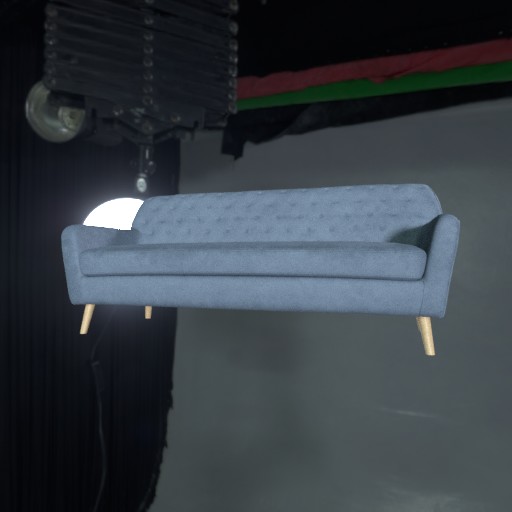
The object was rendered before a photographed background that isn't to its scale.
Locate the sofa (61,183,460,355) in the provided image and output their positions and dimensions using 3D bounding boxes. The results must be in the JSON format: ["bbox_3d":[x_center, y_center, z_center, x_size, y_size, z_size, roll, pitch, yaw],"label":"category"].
[{"bbox_3d":[0.000,0.000,2.430,1.975,0.832,0.841,0,0,18],"label":"sofa"}]
